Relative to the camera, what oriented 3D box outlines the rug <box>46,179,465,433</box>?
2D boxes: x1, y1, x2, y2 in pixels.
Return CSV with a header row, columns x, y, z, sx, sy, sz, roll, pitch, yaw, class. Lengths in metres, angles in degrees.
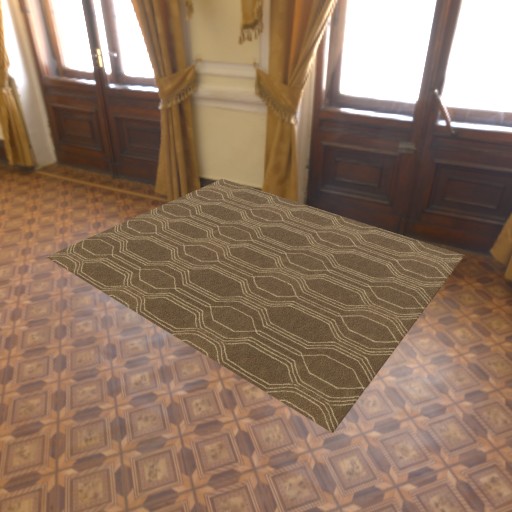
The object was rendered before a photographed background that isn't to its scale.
x,y,z,sx,sy,sz,roll,pitch,yaw,class
0.000,0.000,4.154,3.062,0.012,2.457,23,38,32,rug
